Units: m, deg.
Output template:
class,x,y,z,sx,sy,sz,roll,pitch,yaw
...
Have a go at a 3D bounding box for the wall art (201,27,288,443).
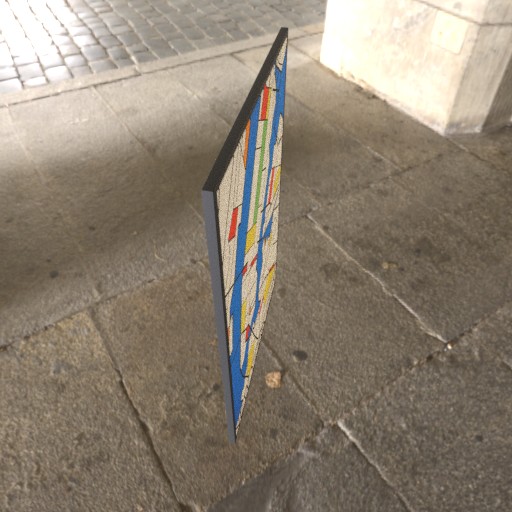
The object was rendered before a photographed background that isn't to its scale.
class,x,y,z,sx,sy,sz,roll,pitch,yaw
wall art,0.000,0.000,0.836,0.013,0.657,0.457,9,47,9
